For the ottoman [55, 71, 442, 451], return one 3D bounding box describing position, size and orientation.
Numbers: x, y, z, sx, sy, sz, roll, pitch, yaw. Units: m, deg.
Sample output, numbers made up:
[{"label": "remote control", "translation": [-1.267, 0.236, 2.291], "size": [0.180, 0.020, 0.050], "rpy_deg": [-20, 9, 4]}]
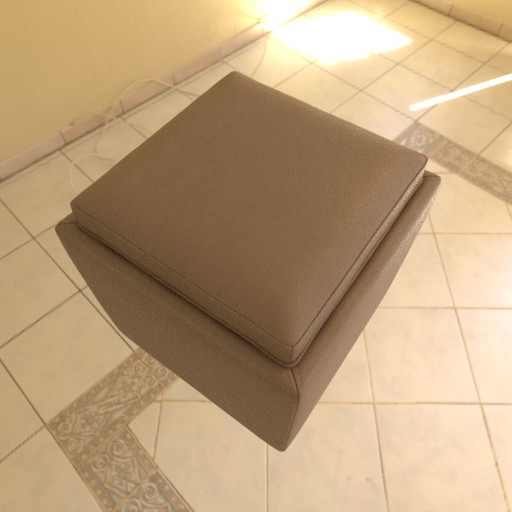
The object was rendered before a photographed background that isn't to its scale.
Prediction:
[{"label": "ottoman", "translation": [0.000, 0.000, 0.814], "size": [0.450, 0.460, 0.451], "rpy_deg": [31, 62, 19]}]
